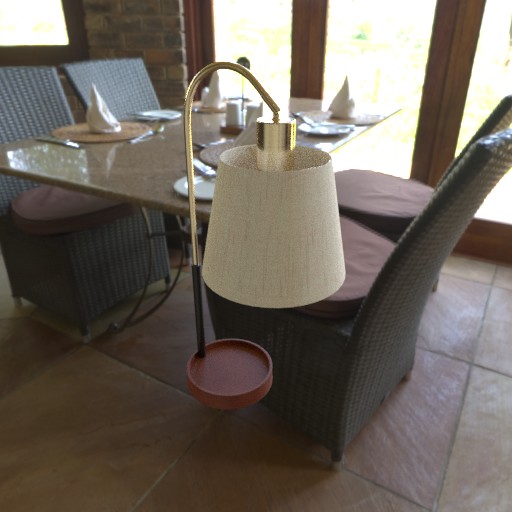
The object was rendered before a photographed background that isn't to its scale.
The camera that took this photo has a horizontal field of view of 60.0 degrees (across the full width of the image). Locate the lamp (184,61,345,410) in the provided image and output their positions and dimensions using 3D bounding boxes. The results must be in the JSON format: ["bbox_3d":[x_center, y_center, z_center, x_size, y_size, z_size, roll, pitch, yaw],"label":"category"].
[{"bbox_3d":[0.000,0.000,0.668,0.273,0.536,0.211,17,31,30],"label":"lamp"}]
